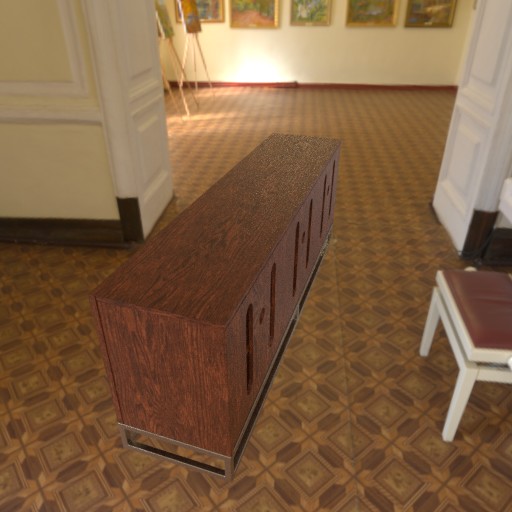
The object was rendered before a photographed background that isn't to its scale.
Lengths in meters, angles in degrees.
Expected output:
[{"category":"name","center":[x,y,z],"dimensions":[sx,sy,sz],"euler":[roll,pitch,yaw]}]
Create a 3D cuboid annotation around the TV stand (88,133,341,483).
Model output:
[{"category":"TV stand","center":[0.000,0.000,1.803],"dimensions":[0.382,0.578,1.541],"euler":[10,32,16]}]
